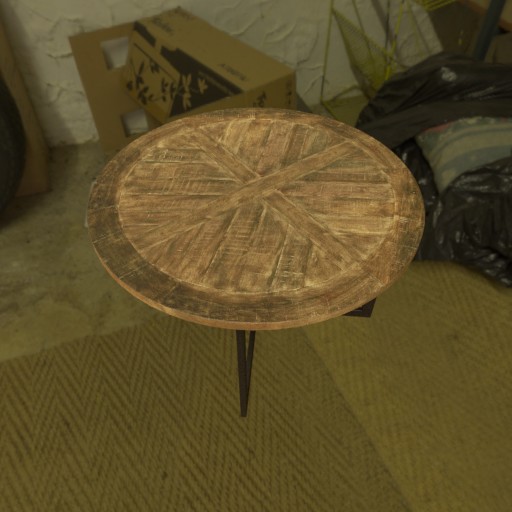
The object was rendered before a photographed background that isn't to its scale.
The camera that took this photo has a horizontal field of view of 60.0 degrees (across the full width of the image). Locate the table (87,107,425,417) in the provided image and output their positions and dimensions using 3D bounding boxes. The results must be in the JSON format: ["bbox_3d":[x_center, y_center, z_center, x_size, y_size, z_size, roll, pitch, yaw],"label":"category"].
[{"bbox_3d":[0.000,0.000,1.986,1.264,0.762,1.264,0,46,0],"label":"table"}]
